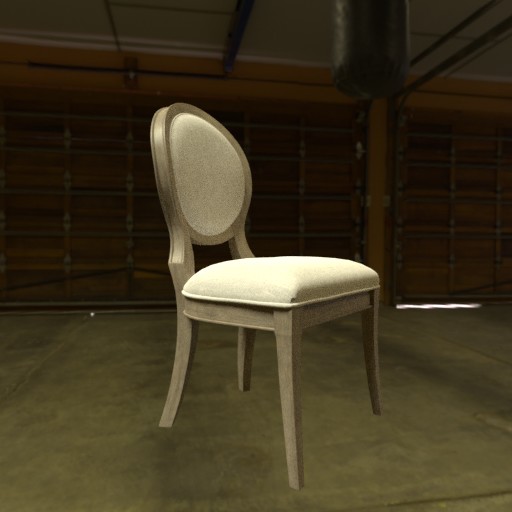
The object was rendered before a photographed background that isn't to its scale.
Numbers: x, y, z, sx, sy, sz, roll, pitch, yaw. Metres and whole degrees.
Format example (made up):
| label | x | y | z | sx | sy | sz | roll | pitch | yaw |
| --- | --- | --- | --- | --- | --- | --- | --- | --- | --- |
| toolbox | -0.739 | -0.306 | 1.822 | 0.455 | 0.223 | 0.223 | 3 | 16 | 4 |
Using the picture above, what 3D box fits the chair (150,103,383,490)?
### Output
| label | x | y | z | sx | sy | sz | roll | pitch | yaw |
| --- | --- | --- | --- | --- | --- | --- | --- | --- | --- |
| chair | 0.000 | 0.000 | 1.331 | 0.602 | 0.990 | 0.558 | 1 | 2 | 35 |
